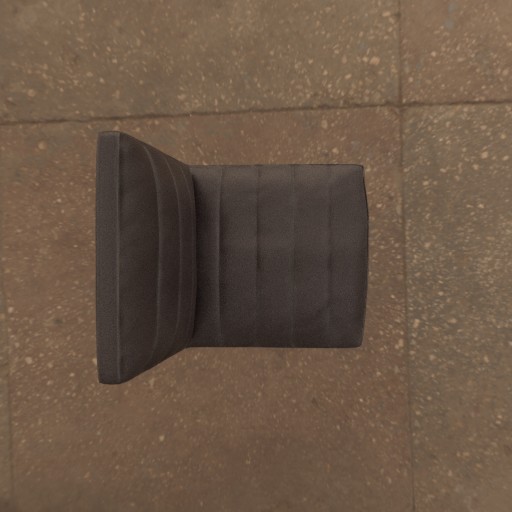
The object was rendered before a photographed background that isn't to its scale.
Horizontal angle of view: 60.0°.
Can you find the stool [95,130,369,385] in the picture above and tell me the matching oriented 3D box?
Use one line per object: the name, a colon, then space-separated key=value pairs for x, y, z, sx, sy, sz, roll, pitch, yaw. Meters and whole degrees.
stool: x=0.000 y=0.000 z=1.217 sx=0.562 sy=0.946 sz=0.463 roll=0 pitch=90 yaw=0
